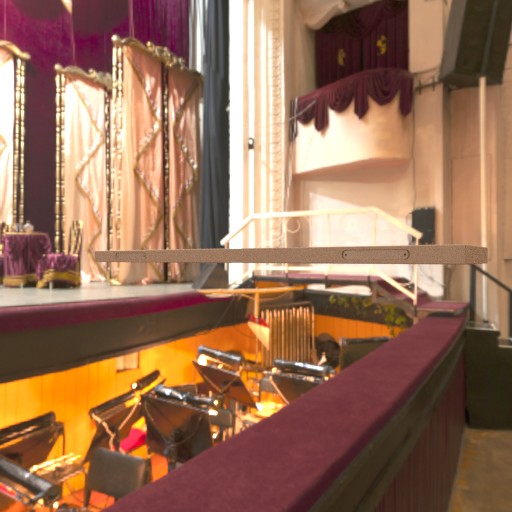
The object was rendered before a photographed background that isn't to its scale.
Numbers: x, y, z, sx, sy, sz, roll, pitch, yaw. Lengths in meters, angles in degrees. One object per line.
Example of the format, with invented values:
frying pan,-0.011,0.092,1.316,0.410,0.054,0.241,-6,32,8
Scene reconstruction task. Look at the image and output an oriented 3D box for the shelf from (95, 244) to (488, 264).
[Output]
shelf,0.000,0.000,0.673,0.610,0.020,0.140,0,0,36
